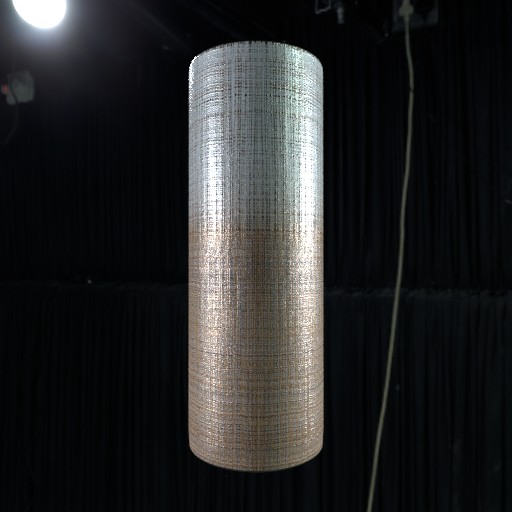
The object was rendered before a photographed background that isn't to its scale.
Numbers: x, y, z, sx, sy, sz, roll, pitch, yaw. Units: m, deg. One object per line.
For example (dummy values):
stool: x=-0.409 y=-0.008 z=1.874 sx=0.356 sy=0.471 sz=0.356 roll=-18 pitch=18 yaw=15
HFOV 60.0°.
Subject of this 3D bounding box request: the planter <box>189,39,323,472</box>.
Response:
planter: x=0.000 y=0.000 z=0.331 sx=0.099 sy=0.278 sz=0.099 roll=0 pitch=-1 yaw=18
